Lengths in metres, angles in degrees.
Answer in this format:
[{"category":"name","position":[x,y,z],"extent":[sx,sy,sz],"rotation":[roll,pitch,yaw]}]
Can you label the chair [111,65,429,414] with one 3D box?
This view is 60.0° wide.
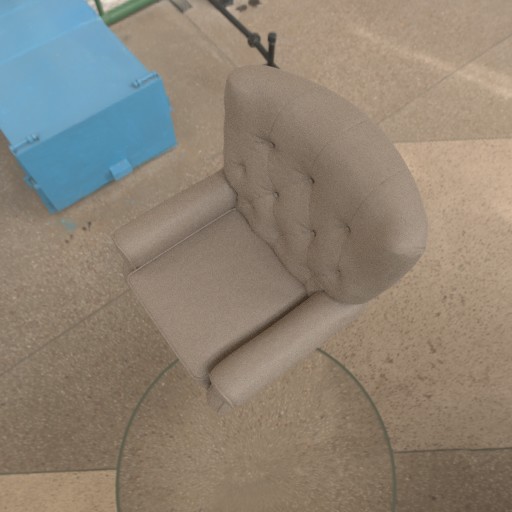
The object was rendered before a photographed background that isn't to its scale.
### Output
[{"category":"chair","position":[0.000,0.000,1.928],"extent":[1.041,1.138,0.999],"rotation":[-34,69,-15]}]
